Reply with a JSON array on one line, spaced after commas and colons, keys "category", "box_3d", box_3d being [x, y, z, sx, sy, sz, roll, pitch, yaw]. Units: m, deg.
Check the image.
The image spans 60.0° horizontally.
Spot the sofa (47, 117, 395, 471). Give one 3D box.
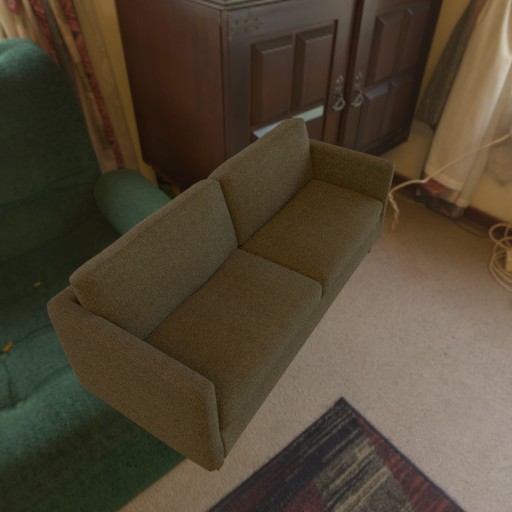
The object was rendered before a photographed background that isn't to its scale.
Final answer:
[{"category": "sofa", "box_3d": [0.000, 0.000, 2.720, 0.948, 0.965, 2.208, 22, 45, 24]}]
